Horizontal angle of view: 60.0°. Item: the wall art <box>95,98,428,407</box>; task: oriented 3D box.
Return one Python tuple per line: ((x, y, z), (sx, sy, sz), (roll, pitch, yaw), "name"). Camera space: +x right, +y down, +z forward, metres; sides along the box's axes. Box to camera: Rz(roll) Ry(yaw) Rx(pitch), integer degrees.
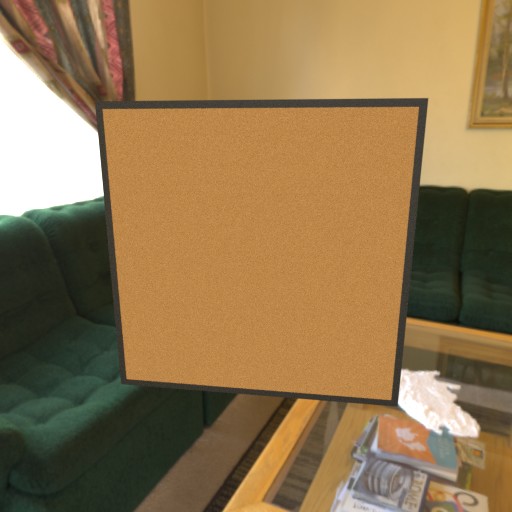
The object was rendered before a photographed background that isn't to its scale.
((0.000, 0.000, 0.460), (0.304, 0.304, 0.038), (2, 16, 8), "wall art")
